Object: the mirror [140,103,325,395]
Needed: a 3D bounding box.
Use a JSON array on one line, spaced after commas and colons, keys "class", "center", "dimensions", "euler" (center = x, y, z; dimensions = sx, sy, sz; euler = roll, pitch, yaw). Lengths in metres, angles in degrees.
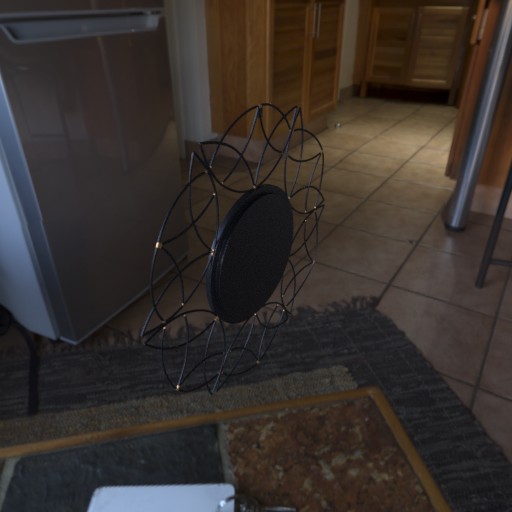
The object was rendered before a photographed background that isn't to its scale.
[{"class": "mirror", "center": [0.000, 0.000, 1.167], "dimensions": [0.028, 0.775, 0.797], "euler": [20, 37, 29]}]
